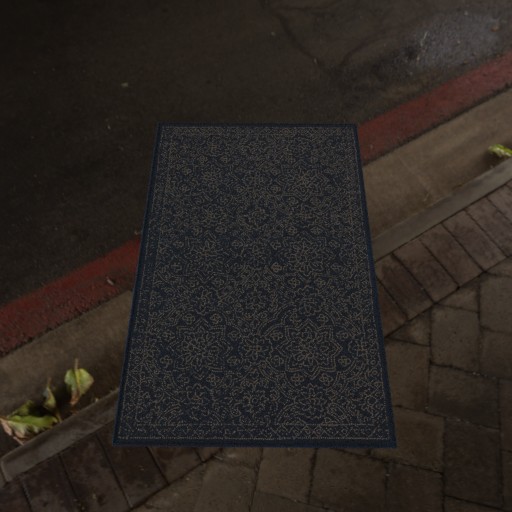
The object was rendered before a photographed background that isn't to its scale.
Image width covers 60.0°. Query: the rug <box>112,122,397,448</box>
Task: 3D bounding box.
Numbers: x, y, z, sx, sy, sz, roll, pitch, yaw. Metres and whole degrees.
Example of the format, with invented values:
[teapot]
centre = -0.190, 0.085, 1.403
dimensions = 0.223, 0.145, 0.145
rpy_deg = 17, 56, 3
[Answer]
[rug]
centre = 0.000, 0.000, 2.302
dimensions = 1.219, 0.010, 1.829
rpy_deg = 0, 63, 0
